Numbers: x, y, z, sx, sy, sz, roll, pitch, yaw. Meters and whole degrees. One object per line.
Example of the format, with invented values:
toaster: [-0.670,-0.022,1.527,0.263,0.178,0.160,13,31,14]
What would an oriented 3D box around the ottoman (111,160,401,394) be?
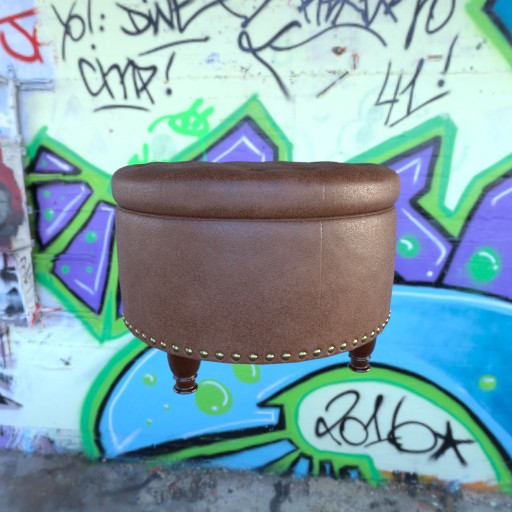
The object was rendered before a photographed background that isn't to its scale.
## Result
ottoman: [0.000,0.000,1.062,0.637,0.442,0.637,0,13,0]
